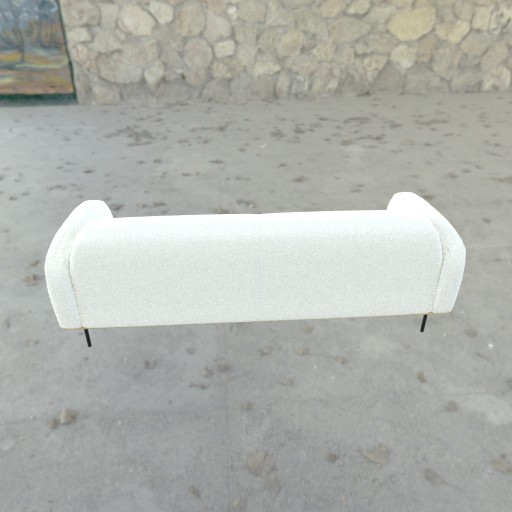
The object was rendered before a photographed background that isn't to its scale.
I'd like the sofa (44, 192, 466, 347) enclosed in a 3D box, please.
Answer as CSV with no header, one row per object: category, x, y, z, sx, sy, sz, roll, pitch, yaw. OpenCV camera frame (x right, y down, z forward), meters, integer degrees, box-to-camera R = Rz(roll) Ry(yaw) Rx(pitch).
sofa,0.000,0.000,2.713,2.280,0.780,0.870,-2,30,-3
